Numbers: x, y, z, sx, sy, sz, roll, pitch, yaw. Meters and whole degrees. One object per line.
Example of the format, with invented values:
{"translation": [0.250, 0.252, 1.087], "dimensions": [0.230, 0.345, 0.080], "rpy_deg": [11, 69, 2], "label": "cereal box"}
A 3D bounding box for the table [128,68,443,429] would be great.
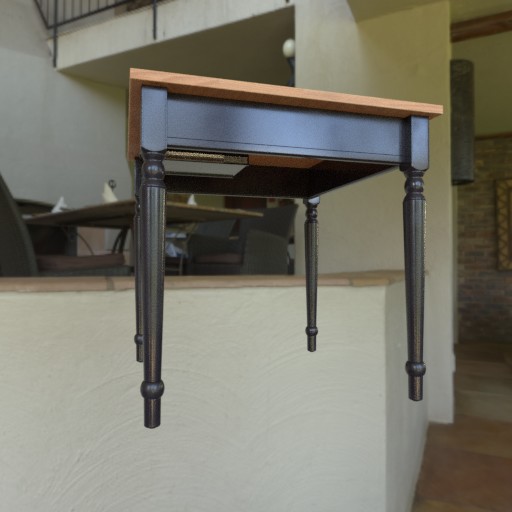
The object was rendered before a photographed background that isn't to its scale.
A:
{"translation": [0.000, 0.000, 1.344], "dimensions": [0.747, 0.738, 0.747], "rpy_deg": [0, -1, -16], "label": "table"}
